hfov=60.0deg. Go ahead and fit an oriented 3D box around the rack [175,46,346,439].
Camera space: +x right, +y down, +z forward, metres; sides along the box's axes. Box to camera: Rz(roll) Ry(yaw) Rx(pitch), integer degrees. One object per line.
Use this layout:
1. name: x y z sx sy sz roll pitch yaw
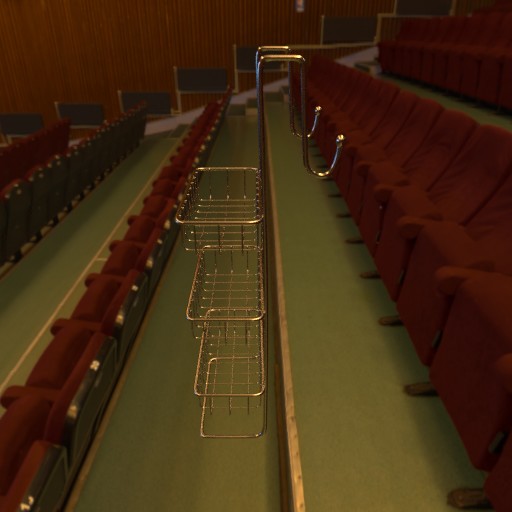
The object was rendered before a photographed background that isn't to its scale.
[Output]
1. rack: 0.000 0.000 0.680 0.202 0.574 0.228 0 28 0
